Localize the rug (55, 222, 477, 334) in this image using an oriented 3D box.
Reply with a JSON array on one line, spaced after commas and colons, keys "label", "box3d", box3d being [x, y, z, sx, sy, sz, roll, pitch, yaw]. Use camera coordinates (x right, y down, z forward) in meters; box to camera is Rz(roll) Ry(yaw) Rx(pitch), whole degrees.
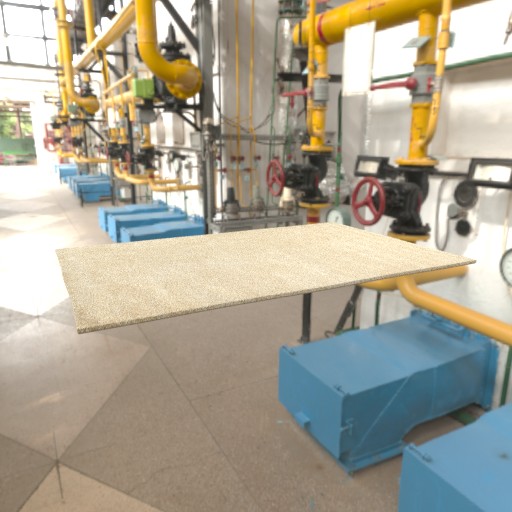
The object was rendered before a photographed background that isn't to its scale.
[{"label": "rug", "box3d": [0.000, 0.000, 2.919, 2.346, 0.025, 1.500, -7, 16, -26]}]
